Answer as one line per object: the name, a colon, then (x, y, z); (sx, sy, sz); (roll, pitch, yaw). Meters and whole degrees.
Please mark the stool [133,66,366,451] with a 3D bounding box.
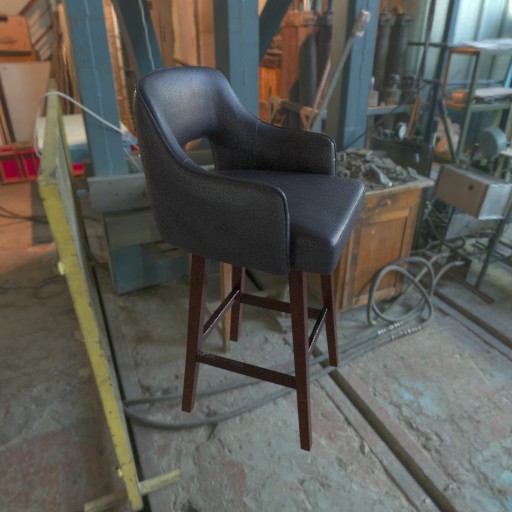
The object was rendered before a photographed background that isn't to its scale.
stool: (0.000, 0.000, 1.350); (0.560, 1.041, 0.550); (10, 30, 19)
